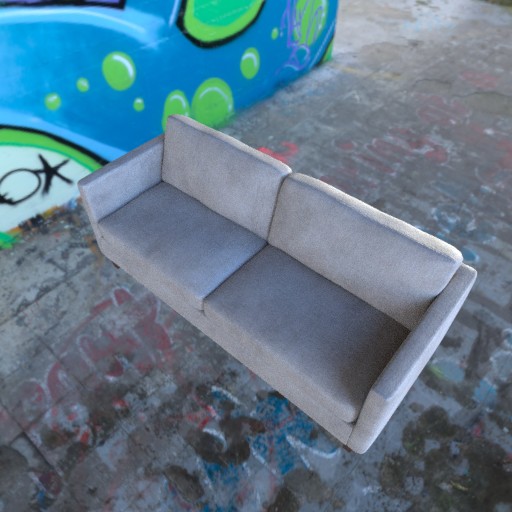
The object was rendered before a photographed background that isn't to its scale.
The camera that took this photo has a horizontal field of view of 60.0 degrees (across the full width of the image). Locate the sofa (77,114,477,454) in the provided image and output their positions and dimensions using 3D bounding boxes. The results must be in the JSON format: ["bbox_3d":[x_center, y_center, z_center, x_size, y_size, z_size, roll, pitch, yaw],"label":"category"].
[{"bbox_3d":[0.000,0.000,2.688,2.208,0.965,0.951,32,55,26],"label":"sofa"}]
